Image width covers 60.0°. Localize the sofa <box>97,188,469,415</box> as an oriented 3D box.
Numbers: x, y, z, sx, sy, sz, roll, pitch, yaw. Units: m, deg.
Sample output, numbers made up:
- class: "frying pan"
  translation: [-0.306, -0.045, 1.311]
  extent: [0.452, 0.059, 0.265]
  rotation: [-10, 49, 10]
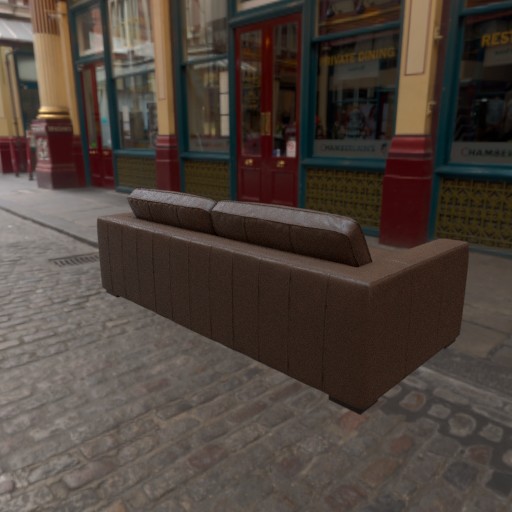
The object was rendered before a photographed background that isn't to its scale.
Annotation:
- class: "sofa"
  translation: [0.000, 0.000, 2.839]
  extent: [2.262, 0.801, 1.070]
  rotation: [14, 20, 43]
